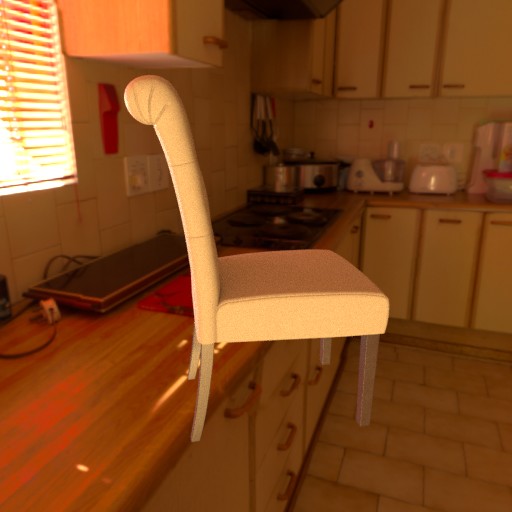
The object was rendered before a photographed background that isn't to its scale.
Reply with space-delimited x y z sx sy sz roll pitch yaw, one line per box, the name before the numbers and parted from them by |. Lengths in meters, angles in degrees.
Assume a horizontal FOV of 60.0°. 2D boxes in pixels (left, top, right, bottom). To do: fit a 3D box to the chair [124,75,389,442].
chair | 0.000 0.000 1.358 0.671 1.006 0.456 -3 17 -10
